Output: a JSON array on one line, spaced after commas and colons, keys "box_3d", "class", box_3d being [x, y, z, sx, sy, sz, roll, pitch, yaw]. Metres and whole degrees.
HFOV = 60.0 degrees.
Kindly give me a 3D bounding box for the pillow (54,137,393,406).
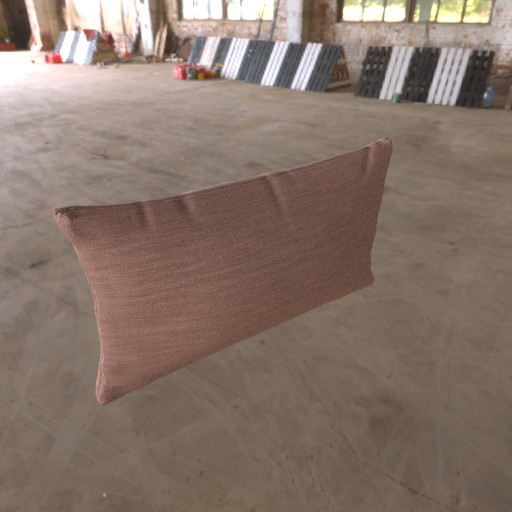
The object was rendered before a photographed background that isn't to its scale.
[{"box_3d": [0.000, 0.000, 0.795, 0.633, 0.338, 0.210, -19, 34, -30], "class": "pillow"}]
